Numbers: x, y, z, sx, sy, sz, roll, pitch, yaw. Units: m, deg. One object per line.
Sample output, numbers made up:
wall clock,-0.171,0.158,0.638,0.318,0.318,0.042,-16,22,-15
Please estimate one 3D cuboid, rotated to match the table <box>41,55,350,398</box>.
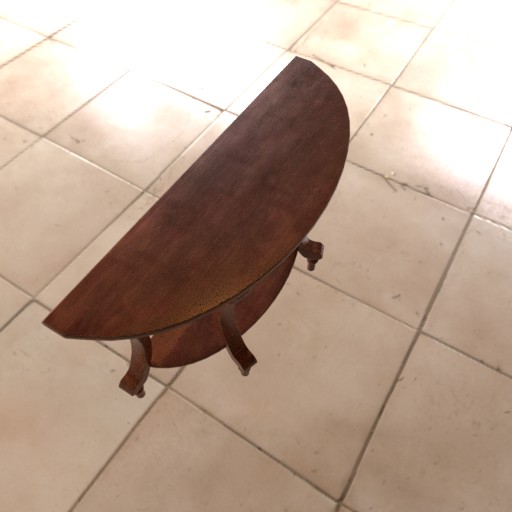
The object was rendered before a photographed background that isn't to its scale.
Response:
table,0.000,0.000,1.504,0.394,0.699,1.198,27,60,17
